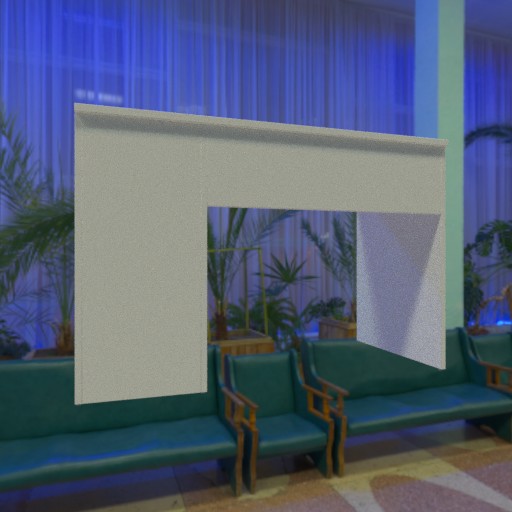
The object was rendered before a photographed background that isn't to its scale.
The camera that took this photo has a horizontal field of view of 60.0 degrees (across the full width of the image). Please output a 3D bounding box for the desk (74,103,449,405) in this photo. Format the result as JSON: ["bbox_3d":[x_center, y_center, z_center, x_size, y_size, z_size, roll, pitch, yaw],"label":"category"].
[{"bbox_3d":[0.000,0.000,1.492,1.096,0.730,0.560,0,0,-18],"label":"desk"}]
